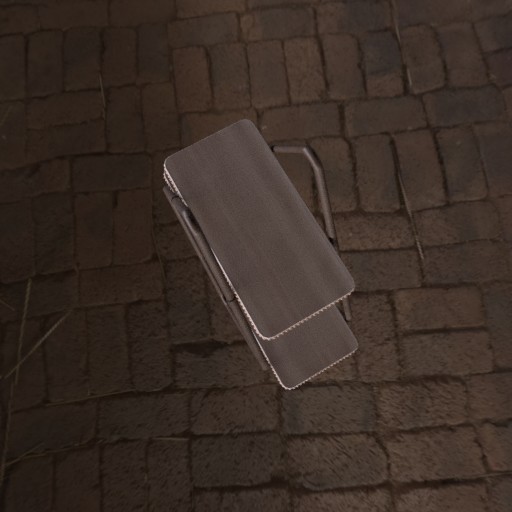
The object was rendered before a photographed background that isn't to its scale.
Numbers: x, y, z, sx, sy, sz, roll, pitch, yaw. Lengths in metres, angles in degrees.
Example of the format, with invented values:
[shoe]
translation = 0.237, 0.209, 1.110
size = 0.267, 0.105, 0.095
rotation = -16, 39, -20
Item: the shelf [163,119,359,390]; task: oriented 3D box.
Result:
[shelf]
translation = 0.000, 0.000, 1.054
size = 0.234, 0.774, 0.609
rotation = -29, 77, -7
